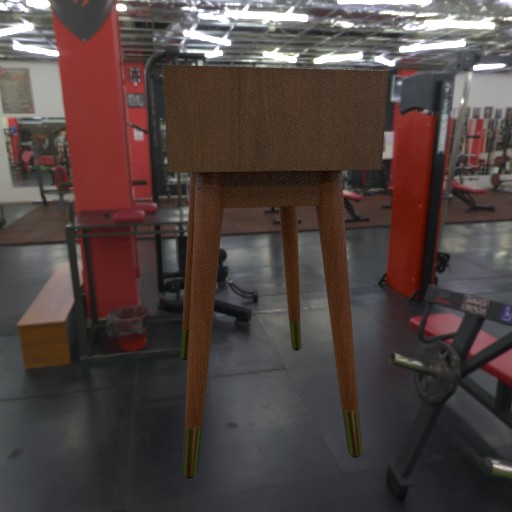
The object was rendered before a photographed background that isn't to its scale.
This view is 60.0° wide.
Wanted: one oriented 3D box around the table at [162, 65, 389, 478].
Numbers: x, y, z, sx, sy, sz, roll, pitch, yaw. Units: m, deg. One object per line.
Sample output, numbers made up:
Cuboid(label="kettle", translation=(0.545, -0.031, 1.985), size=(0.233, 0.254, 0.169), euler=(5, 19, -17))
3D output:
Cuboid(label="table", translation=(0.000, 0.000, 0.824), size=(0.300, 0.599, 0.406), euler=(-3, 15, -9))
